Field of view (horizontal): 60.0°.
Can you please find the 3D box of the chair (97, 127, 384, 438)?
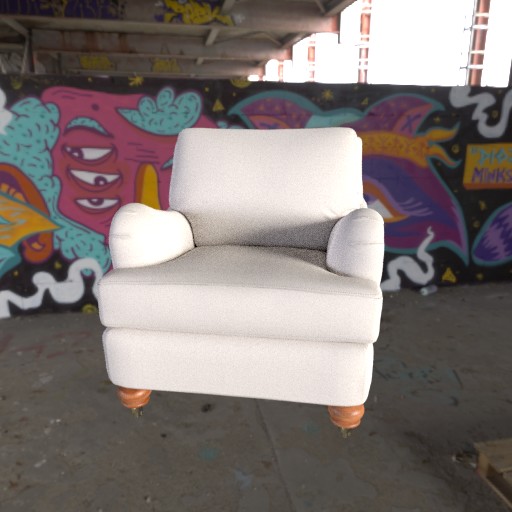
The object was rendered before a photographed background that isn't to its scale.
[{"bbox_3d":[0.000,0.000,1.841,0.955,1.038,1.070,2,15,8],"label":"chair"}]
